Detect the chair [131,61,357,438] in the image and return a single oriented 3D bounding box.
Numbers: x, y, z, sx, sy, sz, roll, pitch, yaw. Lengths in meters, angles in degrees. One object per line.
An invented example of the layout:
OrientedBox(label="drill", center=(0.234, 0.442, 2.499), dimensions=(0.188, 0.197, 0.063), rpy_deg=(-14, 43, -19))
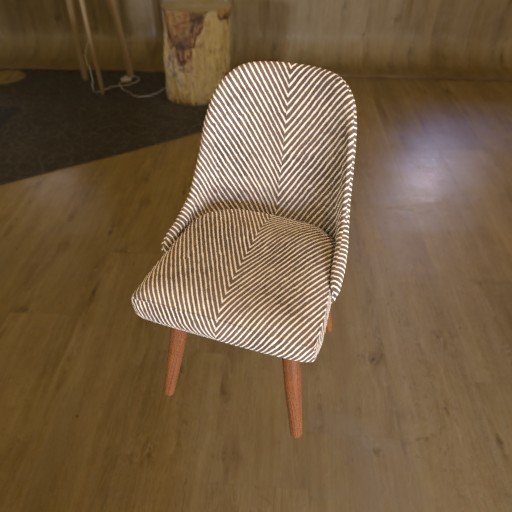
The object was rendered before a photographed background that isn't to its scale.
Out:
OrientedBox(label="chair", center=(0.000, 0.000, 1.260), dimensions=(0.504, 0.883, 0.591), rpy_deg=(13, 43, 14))
